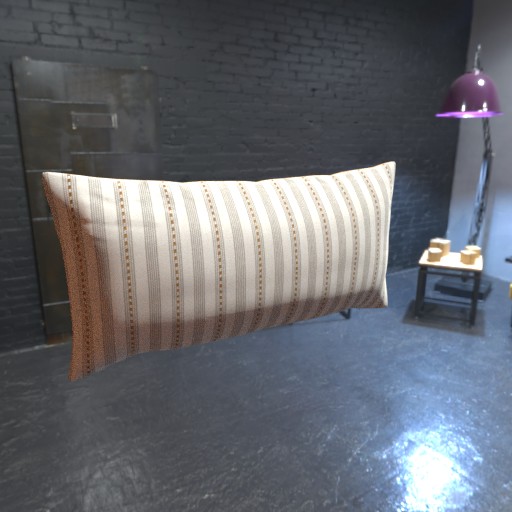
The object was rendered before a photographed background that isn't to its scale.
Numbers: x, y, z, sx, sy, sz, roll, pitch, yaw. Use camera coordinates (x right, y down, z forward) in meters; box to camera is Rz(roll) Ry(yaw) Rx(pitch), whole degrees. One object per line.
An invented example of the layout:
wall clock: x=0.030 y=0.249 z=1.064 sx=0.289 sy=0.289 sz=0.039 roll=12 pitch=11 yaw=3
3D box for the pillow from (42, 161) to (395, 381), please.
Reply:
pillow: x=0.000 y=0.000 z=0.730 sx=0.608 sy=0.291 sz=0.151 roll=-8 pitch=17 yaw=-27
